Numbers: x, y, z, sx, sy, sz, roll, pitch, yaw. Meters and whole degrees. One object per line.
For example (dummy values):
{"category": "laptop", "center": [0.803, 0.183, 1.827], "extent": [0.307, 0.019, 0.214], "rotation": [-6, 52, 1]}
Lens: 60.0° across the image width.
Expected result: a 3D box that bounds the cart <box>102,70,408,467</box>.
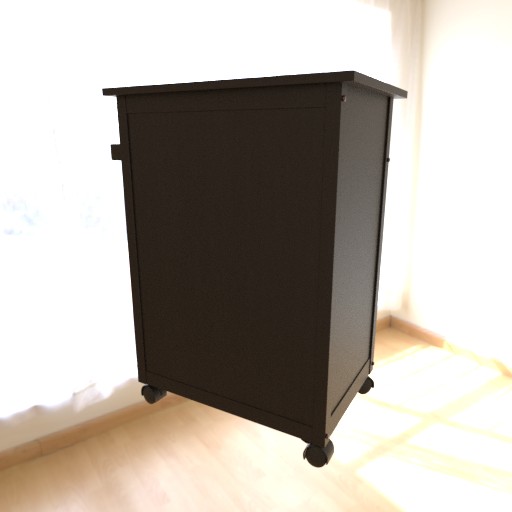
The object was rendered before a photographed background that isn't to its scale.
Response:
{"category": "cart", "center": [0.000, 0.000, 1.248], "extent": [0.660, 0.879, 0.456], "rotation": [8, 17, 29]}
